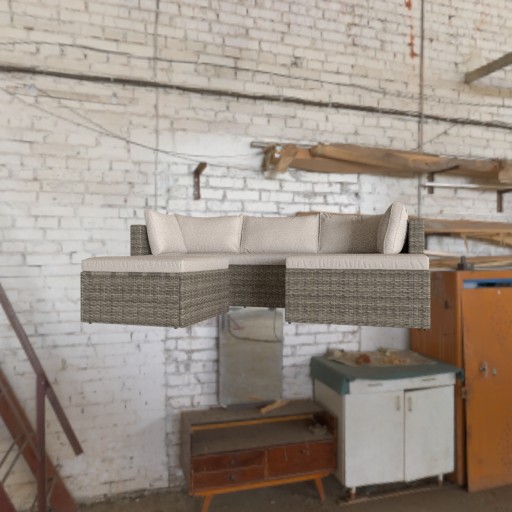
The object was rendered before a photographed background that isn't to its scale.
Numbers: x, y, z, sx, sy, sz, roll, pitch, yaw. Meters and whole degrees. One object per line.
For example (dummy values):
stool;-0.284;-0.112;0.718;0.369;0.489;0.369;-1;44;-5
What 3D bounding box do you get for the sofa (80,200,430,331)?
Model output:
sofa;0.000;0.000;3.065;2.192;0.766;1.662;0;0;18
